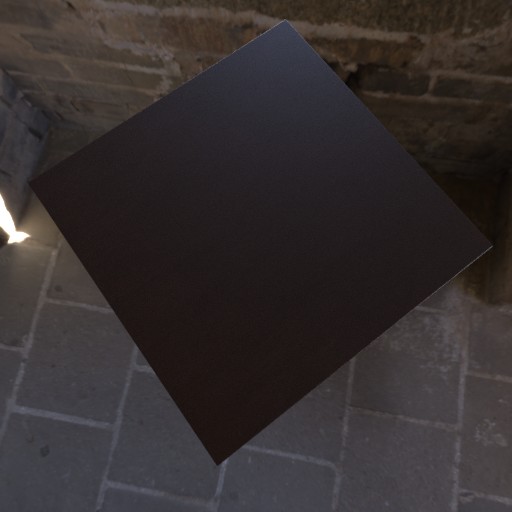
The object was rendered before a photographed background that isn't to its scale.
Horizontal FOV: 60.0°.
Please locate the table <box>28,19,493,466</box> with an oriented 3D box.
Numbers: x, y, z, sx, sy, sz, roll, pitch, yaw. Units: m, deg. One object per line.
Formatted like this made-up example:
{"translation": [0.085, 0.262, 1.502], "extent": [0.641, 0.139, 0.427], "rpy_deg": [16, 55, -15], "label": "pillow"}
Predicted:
{"translation": [0.000, 0.000, 1.371], "extent": [0.749, 0.770, 0.749], "rpy_deg": [-36, 78, -9], "label": "table"}
